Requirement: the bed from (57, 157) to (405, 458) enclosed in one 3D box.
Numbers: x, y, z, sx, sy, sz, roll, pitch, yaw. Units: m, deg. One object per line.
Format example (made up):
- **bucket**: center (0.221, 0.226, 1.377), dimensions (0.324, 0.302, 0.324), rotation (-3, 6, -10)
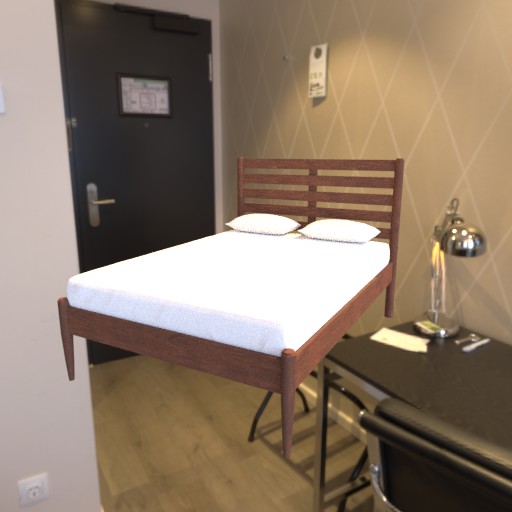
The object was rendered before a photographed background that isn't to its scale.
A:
- **bed**: center (0.000, 0.000, 3.072), dimensions (1.509, 1.304, 2.093), rotation (7, 15, 28)
